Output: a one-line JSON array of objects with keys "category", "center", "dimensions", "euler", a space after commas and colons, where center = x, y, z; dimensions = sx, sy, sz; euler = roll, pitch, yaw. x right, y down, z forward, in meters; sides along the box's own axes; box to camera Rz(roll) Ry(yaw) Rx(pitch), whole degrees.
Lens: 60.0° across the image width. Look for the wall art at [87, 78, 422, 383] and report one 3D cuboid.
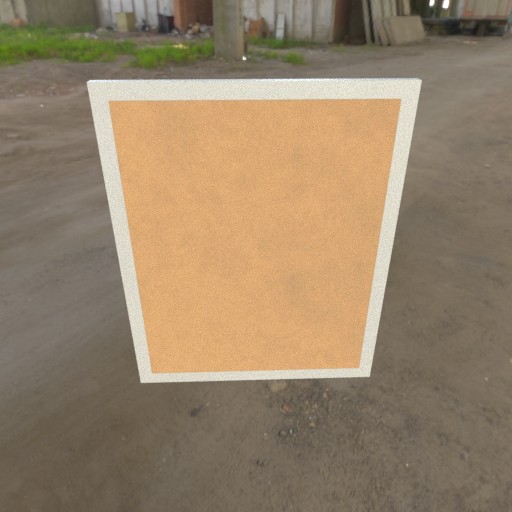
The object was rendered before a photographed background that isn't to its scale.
[{"category": "wall art", "center": [0.000, 0.000, 1.088], "dimensions": [0.661, 0.811, 0.026], "euler": [-1, 30, -2]}]
